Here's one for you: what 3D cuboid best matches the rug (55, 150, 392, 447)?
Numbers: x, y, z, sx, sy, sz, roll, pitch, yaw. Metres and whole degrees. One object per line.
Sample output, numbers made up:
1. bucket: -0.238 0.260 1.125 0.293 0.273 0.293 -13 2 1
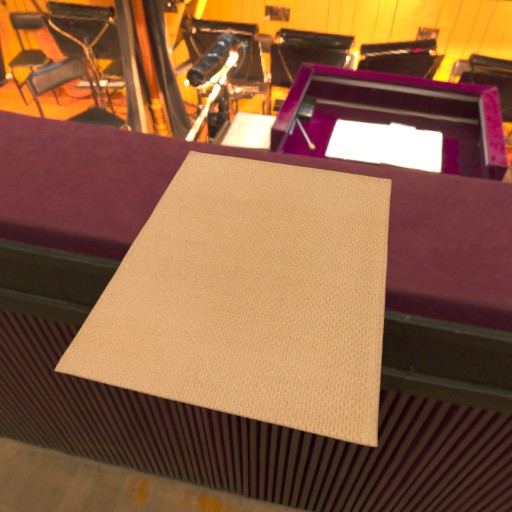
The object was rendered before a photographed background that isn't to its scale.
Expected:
1. rug: 0.000 0.000 3.950 2.277 0.035 2.897 10 47 9
